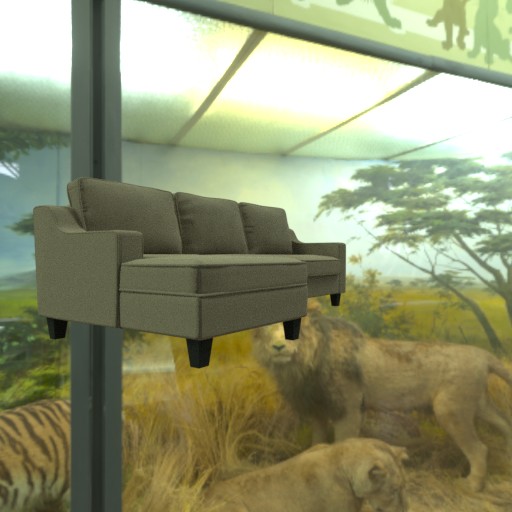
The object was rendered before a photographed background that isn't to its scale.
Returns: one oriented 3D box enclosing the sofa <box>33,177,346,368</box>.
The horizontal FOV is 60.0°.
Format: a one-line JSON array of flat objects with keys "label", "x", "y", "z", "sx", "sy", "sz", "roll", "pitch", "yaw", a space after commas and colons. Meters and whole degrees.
[{"label": "sofa", "x": 0.000, "y": 0.000, "z": 3.174, "sx": 1.294, "sy": 0.928, "sz": 2.561, "roll": 0, "pitch": 0, "yaw": 36}]
